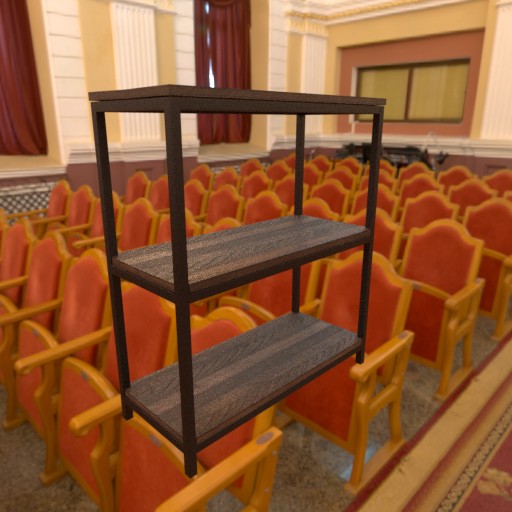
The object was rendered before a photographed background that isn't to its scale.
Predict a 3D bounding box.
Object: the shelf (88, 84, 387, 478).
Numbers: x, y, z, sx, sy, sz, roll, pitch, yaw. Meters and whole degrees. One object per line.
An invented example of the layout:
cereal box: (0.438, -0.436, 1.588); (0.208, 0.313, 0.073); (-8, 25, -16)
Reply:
shelf: (0.000, 0.000, 1.392); (0.822, 0.947, 0.352); (-16, 23, -42)
